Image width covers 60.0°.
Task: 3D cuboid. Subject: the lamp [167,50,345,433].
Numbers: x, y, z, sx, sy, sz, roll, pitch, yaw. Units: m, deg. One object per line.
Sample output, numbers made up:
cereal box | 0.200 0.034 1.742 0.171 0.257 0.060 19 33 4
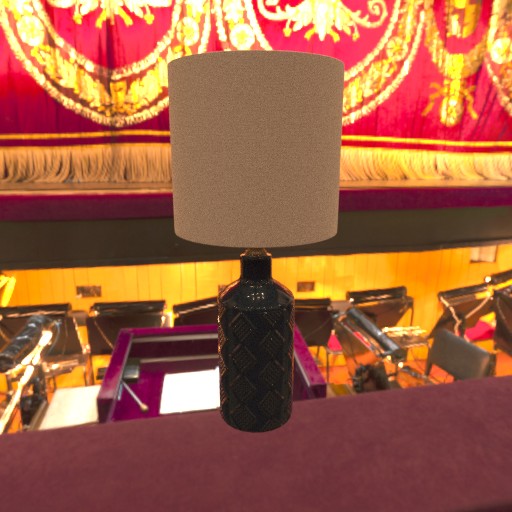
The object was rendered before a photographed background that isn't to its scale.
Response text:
lamp | 0.000 0.000 0.582 0.207 0.461 0.207 -3 15 -10
